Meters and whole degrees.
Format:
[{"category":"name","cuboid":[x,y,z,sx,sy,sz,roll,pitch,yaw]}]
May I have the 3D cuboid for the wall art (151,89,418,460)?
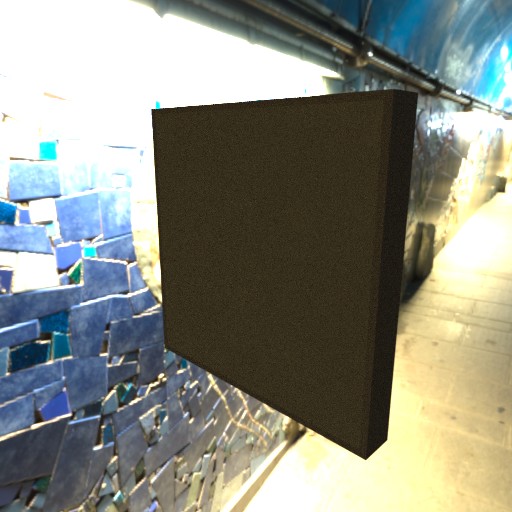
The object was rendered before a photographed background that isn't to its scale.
[{"category":"wall art","cuboid":[0.000,0.000,0.461,0.304,0.303,0.038,14,20,43]}]
